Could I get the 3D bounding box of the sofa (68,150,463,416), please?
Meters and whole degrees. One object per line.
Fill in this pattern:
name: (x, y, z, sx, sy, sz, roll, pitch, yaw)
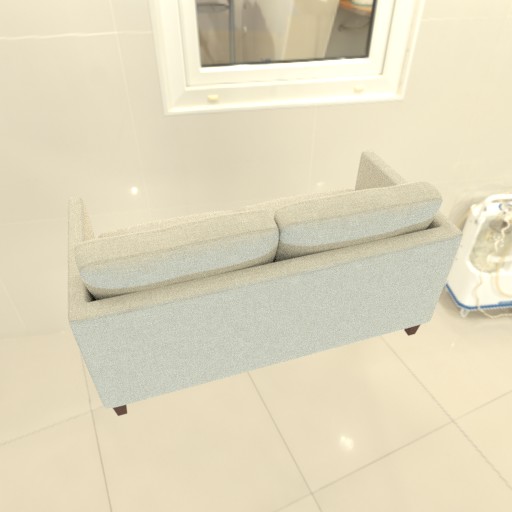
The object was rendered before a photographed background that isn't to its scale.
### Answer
sofa: (0.000, 0.000, 2.435, 1.838, 0.963, 0.950, -12, 42, -13)
